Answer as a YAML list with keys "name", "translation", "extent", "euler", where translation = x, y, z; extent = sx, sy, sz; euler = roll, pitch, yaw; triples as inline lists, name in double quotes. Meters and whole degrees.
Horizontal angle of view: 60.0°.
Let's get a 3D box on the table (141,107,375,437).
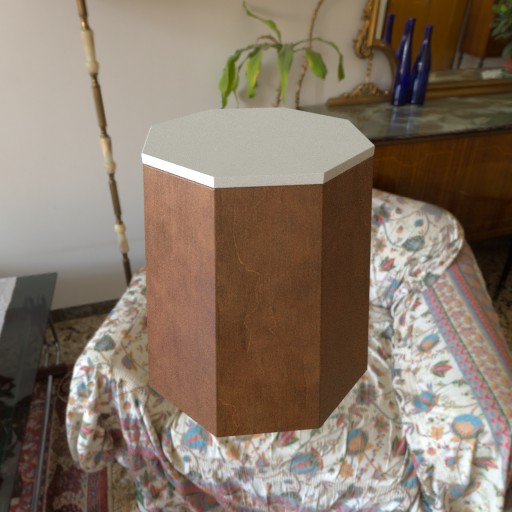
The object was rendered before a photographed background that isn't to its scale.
- name: "table"
  translation: [0.000, 0.000, 0.829]
  extent: [0.439, 0.457, 0.439]
  euler: [22, 38, 31]
